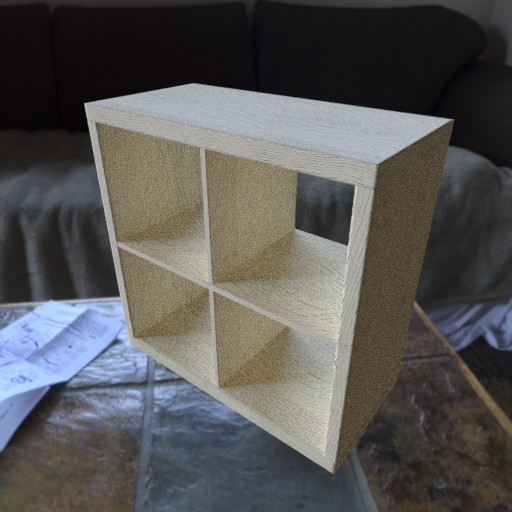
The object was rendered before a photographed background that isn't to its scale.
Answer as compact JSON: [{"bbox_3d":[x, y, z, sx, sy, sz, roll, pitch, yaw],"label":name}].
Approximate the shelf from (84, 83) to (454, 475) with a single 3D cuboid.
[{"bbox_3d":[0.000,0.000,1.237,0.790,0.786,0.390,21,36,32],"label":"shelf"}]
